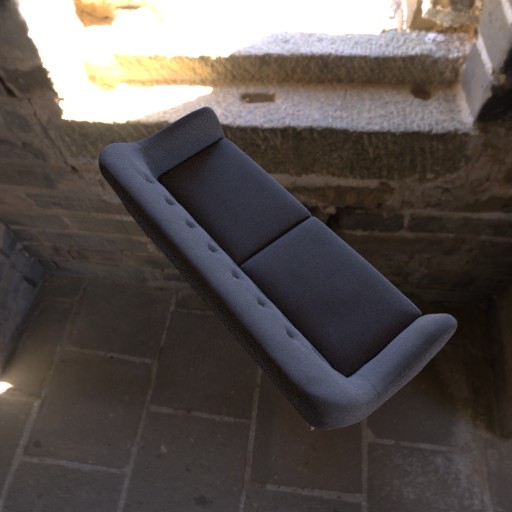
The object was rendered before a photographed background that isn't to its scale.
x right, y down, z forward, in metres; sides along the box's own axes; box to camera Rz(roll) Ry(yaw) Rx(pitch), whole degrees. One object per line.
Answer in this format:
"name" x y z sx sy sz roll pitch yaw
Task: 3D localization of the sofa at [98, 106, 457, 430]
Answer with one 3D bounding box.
"sofa" 0.000 0.000 2.266 0.820 0.820 1.840 -35 64 -20
